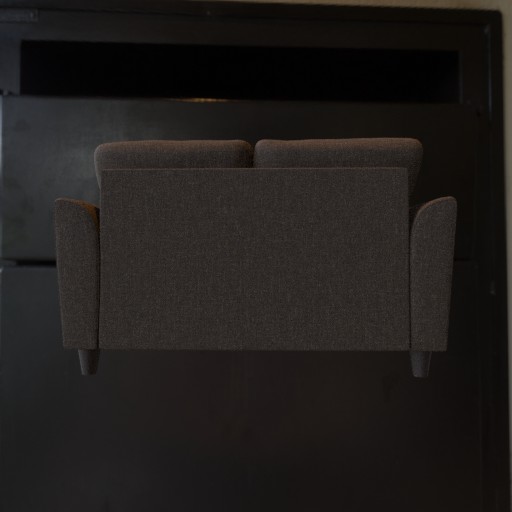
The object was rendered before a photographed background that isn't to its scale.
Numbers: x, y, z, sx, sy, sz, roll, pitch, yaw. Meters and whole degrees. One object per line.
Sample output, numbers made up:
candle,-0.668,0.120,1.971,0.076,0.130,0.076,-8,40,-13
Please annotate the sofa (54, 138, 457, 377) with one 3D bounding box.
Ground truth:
sofa,0.000,0.000,1.966,1.423,0.885,0.851,0,-1,1
